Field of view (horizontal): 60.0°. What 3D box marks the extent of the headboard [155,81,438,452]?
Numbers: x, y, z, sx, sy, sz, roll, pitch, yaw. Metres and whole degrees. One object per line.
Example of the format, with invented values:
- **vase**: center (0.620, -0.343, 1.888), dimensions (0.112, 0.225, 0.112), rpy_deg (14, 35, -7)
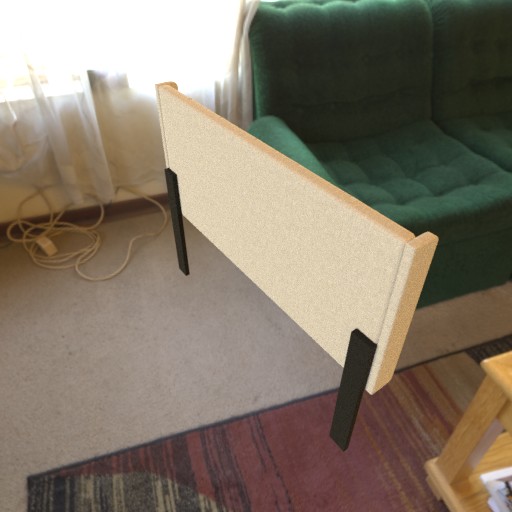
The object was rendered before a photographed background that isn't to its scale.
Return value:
- **headboard**: center (0.000, 0.000, 2.704), dimensions (0.184, 1.524, 2.051), rpy_deg (-25, 46, -27)
